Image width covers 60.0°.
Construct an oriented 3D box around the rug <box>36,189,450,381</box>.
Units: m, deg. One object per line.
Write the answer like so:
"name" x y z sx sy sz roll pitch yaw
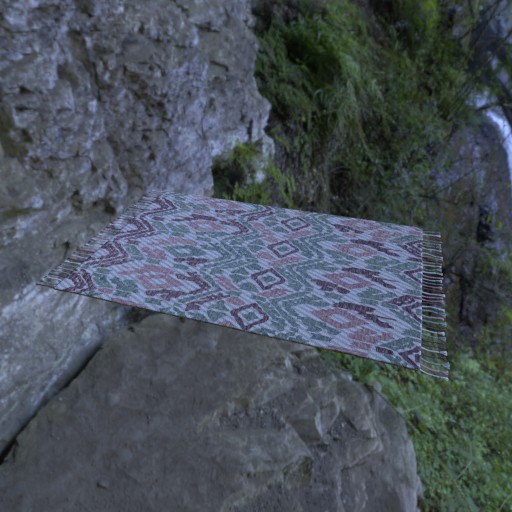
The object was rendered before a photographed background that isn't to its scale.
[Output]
"rug" 0.000 0.000 3.032 2.438 0.011 1.524 10 34 15
